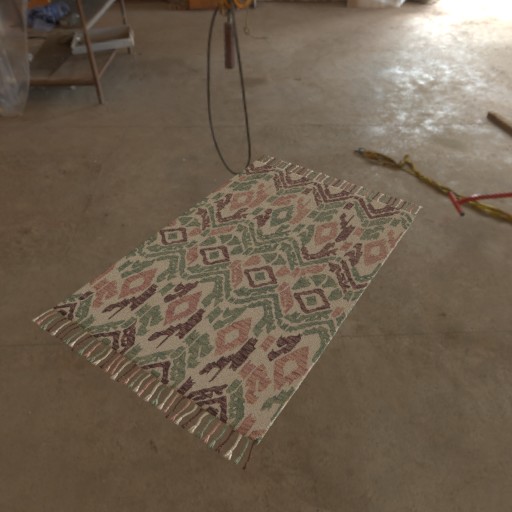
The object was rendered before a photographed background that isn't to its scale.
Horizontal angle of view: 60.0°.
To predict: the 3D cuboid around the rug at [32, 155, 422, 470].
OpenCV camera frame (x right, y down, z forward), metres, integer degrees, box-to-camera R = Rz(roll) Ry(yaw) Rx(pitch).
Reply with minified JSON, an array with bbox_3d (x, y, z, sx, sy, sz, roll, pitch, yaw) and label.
[{"bbox_3d":[0.000,0.000,3.011,1.524,0.011,2.438,24,47,25],"label":"rug"}]
